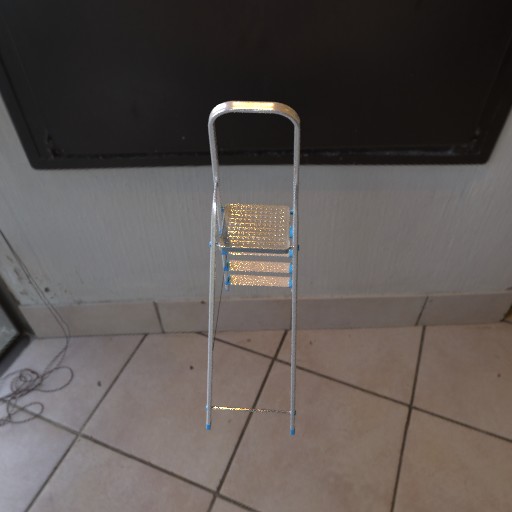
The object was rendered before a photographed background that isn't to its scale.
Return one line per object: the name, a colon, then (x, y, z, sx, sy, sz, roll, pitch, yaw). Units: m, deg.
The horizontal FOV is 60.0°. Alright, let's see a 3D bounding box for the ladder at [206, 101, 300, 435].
ladder: (0.000, 0.000, 2.080, 0.468, 1.648, 0.990, 2, 46, 2)
